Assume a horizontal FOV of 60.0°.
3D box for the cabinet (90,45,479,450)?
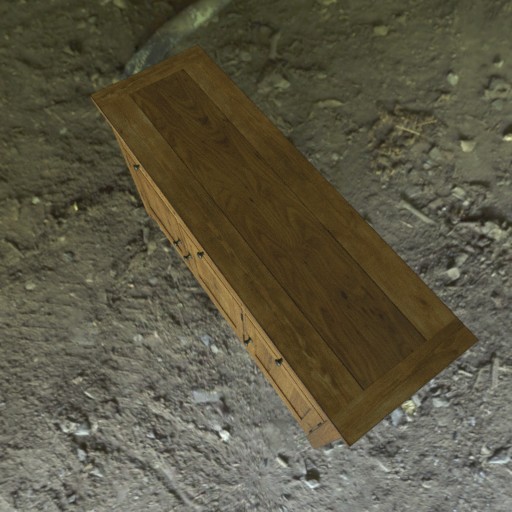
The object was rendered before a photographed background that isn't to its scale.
[{"bbox_3d":[0.000,0.000,1.802,0.480,0.813,1.474,-32,68,-15],"label":"cabinet"}]
